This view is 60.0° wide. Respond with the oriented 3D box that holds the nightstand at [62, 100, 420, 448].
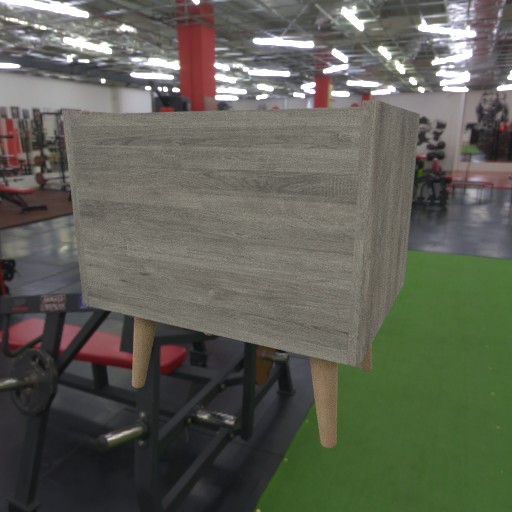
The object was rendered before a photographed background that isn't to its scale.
[{"bbox_3d":[0.000,0.000,0.811,0.480,0.500,0.380,7,17,25],"label":"nightstand"}]
